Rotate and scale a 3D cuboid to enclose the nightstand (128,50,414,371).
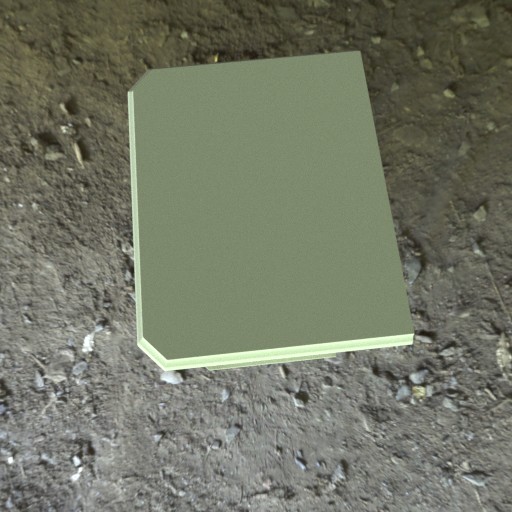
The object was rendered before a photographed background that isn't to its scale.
[{"bbox_3d":[0.000,0.000,0.922,0.351,0.681,0.435,-6,76,-1],"label":"nightstand"}]
